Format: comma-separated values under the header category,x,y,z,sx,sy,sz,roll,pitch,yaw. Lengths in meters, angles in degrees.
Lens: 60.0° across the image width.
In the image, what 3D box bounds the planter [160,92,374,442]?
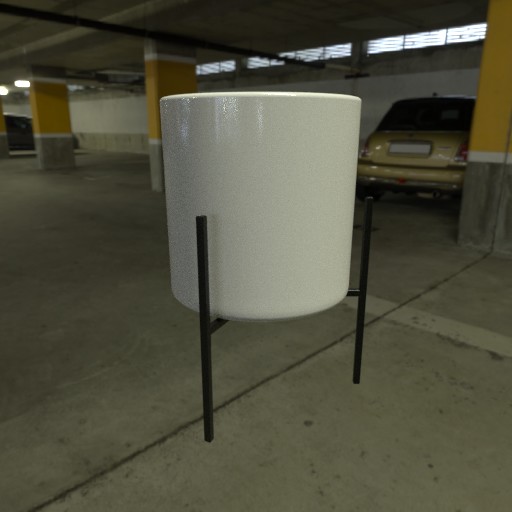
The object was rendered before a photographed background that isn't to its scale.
category,x,y,z,sx,sy,sz,roll,pitch,yaw
planter,0.000,0.000,0.530,0.239,0.356,0.239,8,18,26
